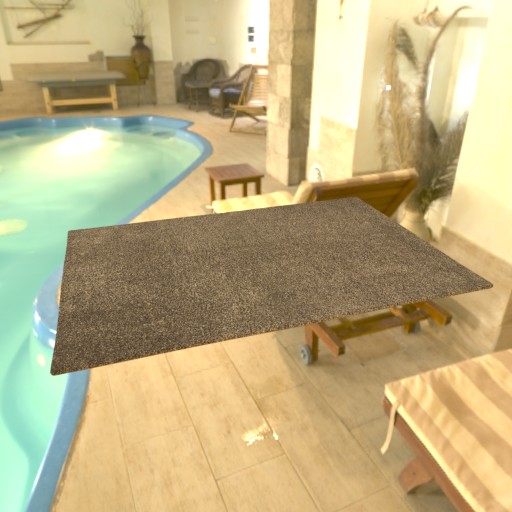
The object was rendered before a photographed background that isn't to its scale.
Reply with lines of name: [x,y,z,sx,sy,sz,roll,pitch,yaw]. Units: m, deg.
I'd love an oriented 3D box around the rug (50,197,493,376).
rug: [0.000,0.000,3.296,2.699,0.026,1.802,-8,28,-16]
